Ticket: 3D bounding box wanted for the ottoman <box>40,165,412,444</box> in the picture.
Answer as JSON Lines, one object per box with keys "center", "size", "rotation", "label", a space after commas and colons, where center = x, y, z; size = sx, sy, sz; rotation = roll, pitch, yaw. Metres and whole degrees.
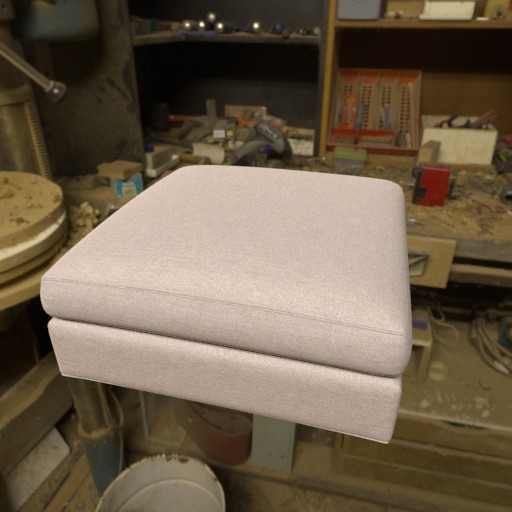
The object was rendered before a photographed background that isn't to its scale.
{"center": [0.000, 0.000, 1.615], "size": [1.041, 0.470, 1.041], "rotation": [7, 30, 13], "label": "ottoman"}
